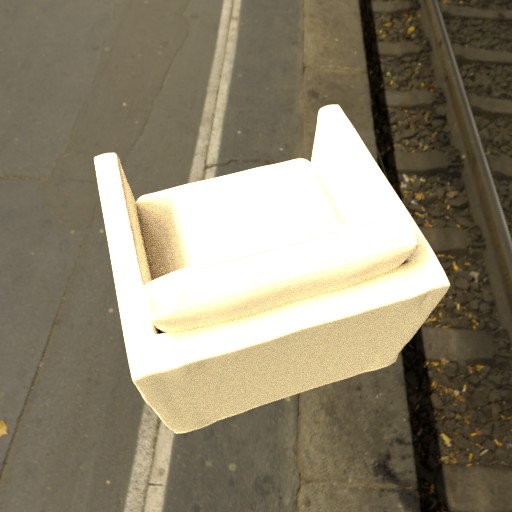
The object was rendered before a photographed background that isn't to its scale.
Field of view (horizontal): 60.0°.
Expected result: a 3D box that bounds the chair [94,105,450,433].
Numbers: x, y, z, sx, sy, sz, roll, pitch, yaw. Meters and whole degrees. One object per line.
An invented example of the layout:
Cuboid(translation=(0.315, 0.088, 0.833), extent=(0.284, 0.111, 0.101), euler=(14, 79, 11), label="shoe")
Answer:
Cuboid(translation=(0.000, 0.000, 1.778), extent=(1.057, 0.851, 0.947), euler=(-15, 58, -10), label="chair")
